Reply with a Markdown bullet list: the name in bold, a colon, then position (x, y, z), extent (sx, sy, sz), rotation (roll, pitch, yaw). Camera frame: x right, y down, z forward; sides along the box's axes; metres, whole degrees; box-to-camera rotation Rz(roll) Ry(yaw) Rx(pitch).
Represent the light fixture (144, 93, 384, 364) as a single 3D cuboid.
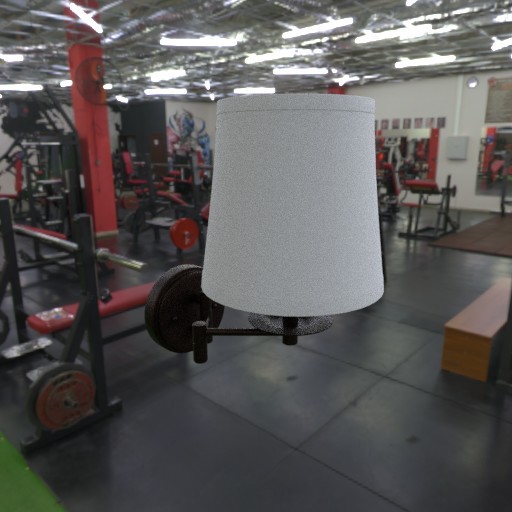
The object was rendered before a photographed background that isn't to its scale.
- **light fixture**: position (0.000, 0.000, 0.266), extent (0.100, 0.172, 0.157), rotation (-14, 20, -43)
